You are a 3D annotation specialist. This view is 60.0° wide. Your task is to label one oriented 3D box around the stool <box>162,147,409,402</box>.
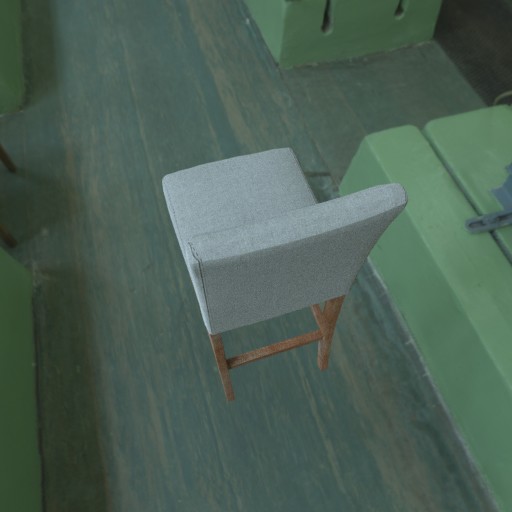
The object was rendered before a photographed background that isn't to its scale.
[{"bbox_3d":[0.000,0.000,1.377,0.439,1.088,0.570,-16,61,-9],"label":"stool"}]
